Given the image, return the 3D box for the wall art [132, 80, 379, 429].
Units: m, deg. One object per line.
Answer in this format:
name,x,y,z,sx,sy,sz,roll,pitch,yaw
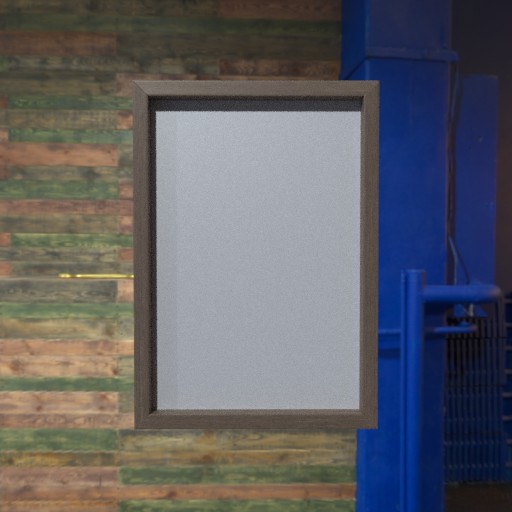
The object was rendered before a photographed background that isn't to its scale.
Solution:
wall art,0.000,0.000,0.663,0.358,0.510,0.032,0,1,0
